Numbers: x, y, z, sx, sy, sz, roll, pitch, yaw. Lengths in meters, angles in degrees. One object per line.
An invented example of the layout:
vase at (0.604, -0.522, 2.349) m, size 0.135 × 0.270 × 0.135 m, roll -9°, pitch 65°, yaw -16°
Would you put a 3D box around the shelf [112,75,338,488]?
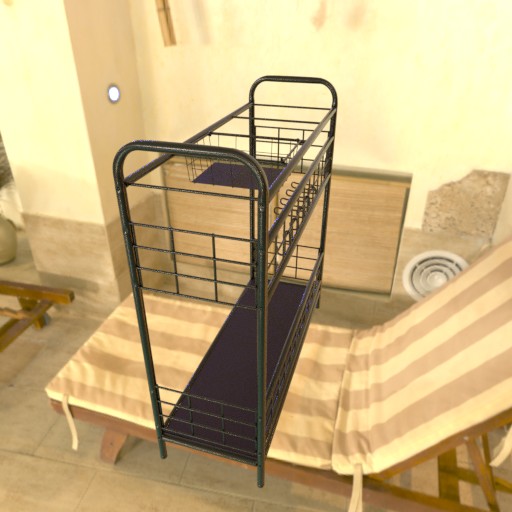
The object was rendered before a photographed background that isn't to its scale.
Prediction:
shelf at (0.000, 0.000, 1.514) m, size 0.350 × 1.026 × 0.961 m, roll 9°, pitch 31°, yaw 15°
